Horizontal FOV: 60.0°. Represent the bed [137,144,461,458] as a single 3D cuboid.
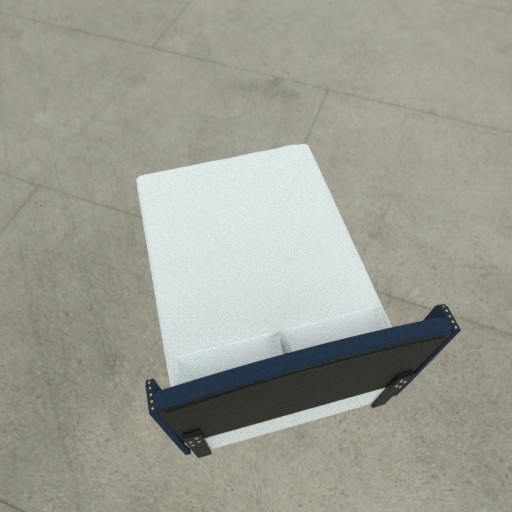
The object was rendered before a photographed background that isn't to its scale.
[{"bbox_3d":[0.000,0.000,3.214,1.604,1.402,2.223,-13,59,-8],"label":"bed"}]
